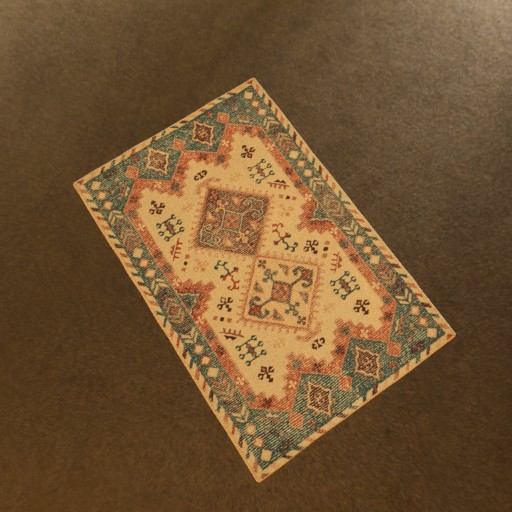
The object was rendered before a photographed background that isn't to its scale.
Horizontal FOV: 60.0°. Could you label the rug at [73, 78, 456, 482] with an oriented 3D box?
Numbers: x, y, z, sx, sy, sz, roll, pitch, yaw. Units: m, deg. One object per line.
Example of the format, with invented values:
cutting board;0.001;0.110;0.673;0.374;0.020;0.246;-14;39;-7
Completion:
rug;0.000;0.000;2.356;1.225;0.015;1.840;-33;78;-8
